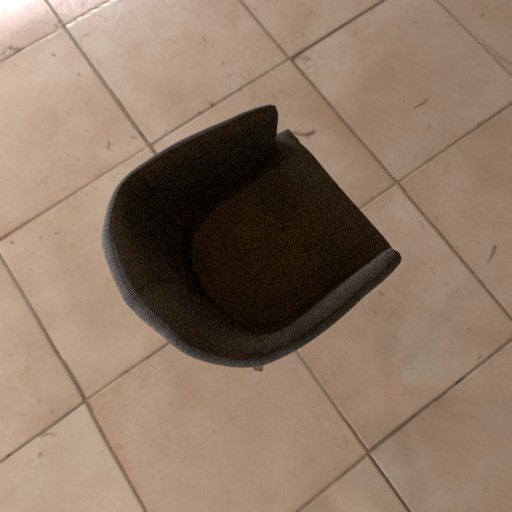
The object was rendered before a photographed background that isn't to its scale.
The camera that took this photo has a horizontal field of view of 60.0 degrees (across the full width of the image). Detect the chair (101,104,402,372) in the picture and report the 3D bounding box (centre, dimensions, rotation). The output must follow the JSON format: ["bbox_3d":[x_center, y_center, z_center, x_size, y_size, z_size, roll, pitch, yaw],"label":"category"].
[{"bbox_3d":[0.000,0.000,1.313,0.655,0.811,0.583,-36,78,-8],"label":"chair"}]
